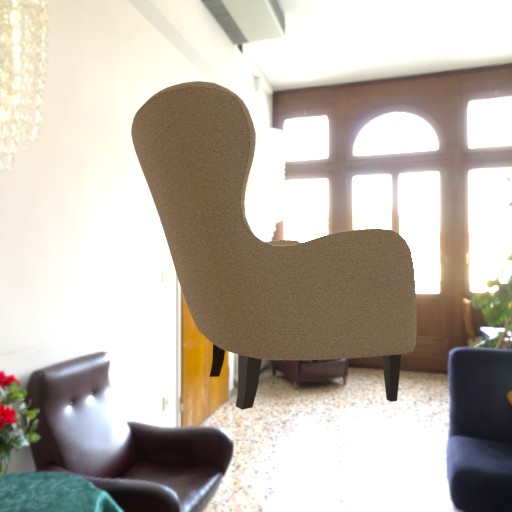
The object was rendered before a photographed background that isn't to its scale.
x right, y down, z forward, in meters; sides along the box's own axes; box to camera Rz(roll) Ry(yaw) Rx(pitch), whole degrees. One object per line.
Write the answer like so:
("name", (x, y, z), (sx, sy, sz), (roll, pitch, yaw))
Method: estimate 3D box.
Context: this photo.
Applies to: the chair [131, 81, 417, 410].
("chair", (0.000, 0.000, 1.813), (0.984, 1.064, 0.861), (0, -1, -18))
